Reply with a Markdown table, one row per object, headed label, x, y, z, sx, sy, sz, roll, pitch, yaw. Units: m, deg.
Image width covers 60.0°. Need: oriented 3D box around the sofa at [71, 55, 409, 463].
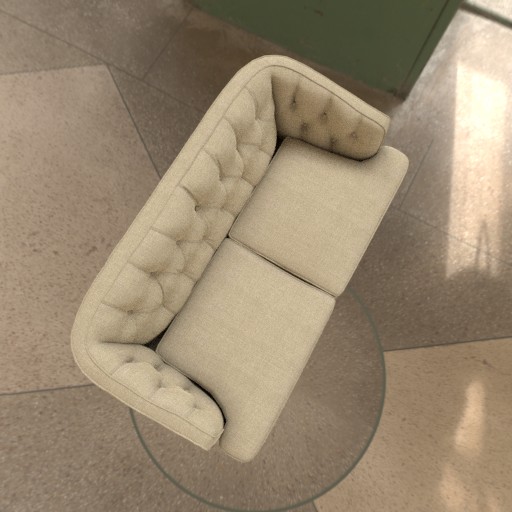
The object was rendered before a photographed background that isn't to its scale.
| label | x | y | z | sx | sy | sz | roll | pitch | yaw |
| --- | --- | --- | --- | --- | --- | --- | --- | --- | --- |
| sofa | 0.000 | 0.000 | 2.229 | 0.941 | 0.855 | 1.733 | 29 | 77 | 7 |
